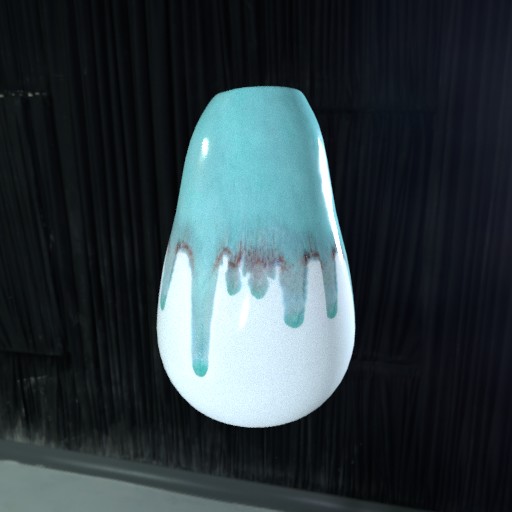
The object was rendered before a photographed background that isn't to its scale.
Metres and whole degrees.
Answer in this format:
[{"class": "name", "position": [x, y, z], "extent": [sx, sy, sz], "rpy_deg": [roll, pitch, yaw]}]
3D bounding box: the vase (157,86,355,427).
[{"class": "vase", "position": [0.000, 0.000, 0.255], "extent": [0.116, 0.179, 0.116], "rpy_deg": [0, 16, 0]}]
